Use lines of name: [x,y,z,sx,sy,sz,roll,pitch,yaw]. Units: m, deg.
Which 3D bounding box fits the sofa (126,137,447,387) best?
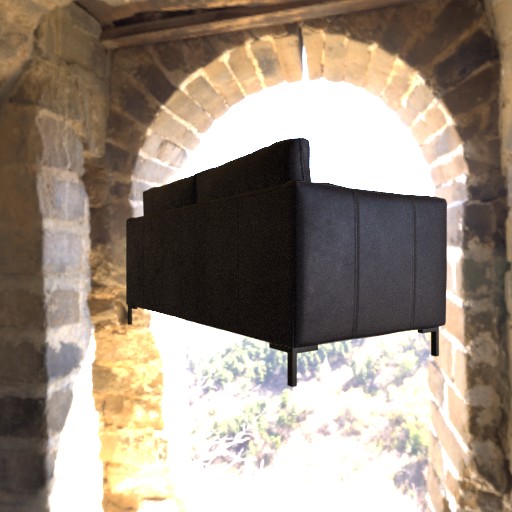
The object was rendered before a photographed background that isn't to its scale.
sofa: [0.000,0.000,2.417,0.947,0.883,1.805,0,0,-36]
